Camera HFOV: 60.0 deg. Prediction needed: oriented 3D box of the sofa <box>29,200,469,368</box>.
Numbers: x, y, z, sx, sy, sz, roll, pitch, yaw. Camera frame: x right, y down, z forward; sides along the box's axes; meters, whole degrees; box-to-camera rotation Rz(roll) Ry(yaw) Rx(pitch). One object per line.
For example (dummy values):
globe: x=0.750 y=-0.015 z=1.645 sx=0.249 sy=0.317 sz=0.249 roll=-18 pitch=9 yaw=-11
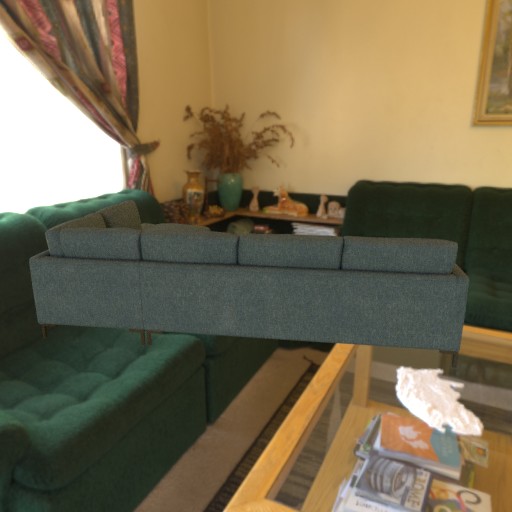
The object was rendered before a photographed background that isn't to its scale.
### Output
sofa: x=0.000 y=0.000 z=3.855 sx=2.949 sy=0.815 sz=2.007 roll=2 pitch=16 yaw=8
